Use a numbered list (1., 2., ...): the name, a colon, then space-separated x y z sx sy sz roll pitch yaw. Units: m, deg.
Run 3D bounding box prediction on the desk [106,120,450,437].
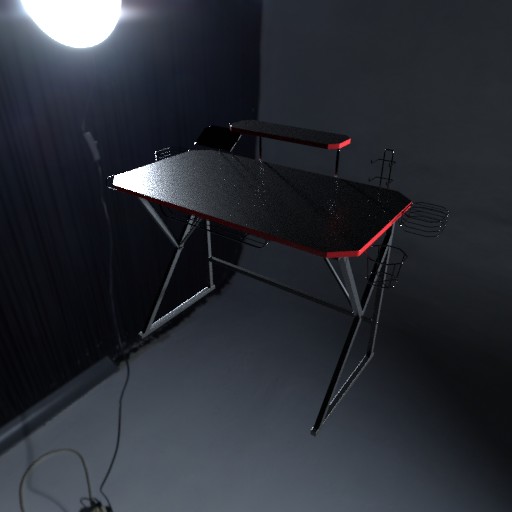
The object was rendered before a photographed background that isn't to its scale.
1. desk: 0.000 0.000 1.777 1.280 0.913 0.588 20 35 31
